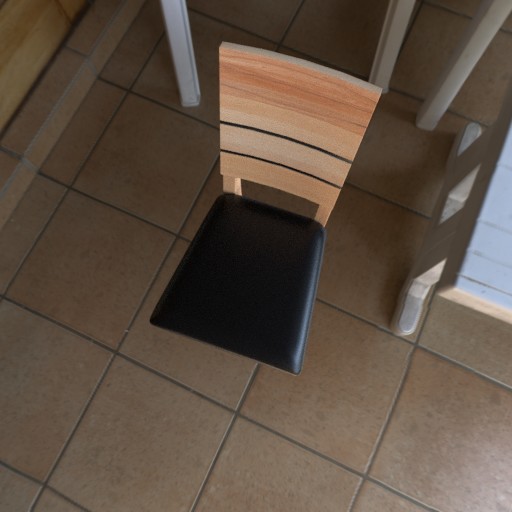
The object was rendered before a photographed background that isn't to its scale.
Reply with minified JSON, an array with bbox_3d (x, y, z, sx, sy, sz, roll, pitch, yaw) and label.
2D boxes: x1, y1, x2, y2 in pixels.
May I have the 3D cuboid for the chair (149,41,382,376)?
[{"bbox_3d":[0.000,0.000,1.178,0.410,0.940,0.520,18,76,5],"label":"chair"}]
